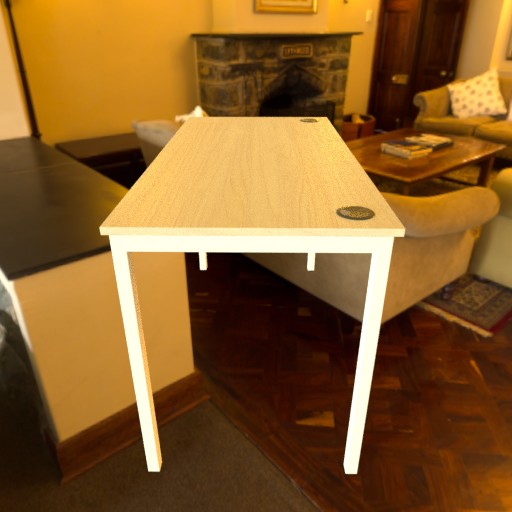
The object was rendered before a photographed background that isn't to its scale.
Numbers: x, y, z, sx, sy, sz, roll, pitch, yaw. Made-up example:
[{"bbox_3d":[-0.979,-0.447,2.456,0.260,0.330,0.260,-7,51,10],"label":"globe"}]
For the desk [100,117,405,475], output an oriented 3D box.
[{"bbox_3d":[0.000,0.000,1.572,0.600,0.750,1.200,0,27,1],"label":"desk"}]
